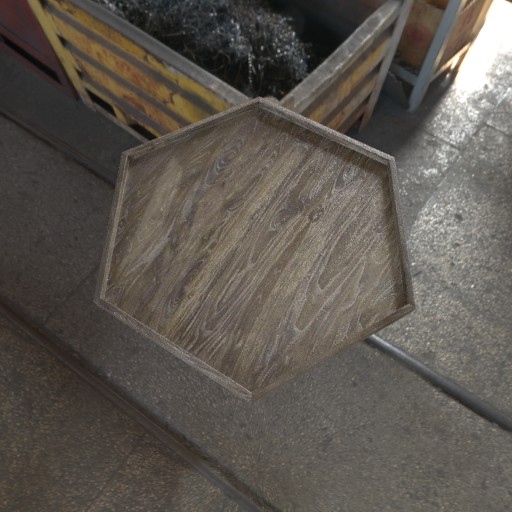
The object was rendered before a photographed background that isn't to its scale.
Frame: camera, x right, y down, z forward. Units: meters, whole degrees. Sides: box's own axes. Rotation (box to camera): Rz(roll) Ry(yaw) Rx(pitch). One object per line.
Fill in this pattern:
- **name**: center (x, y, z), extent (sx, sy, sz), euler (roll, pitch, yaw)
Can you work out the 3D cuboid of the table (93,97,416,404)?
- **table**: center (0.000, 0.000, 1.665), extent (0.966, 0.488, 1.115), euler (1, 64, 1)
